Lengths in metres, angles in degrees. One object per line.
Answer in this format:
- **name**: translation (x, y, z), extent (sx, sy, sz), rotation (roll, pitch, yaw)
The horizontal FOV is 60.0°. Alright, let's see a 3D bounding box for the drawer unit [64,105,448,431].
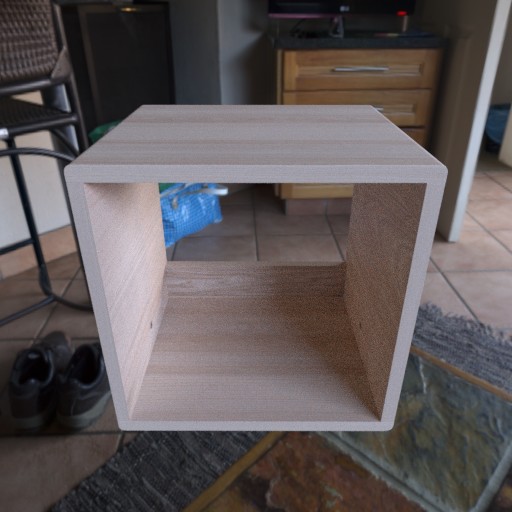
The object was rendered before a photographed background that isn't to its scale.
- **drawer unit**: translation (0.000, 0.000, 0.604), extent (0.344, 0.344, 0.290), rotation (0, 29, 0)
